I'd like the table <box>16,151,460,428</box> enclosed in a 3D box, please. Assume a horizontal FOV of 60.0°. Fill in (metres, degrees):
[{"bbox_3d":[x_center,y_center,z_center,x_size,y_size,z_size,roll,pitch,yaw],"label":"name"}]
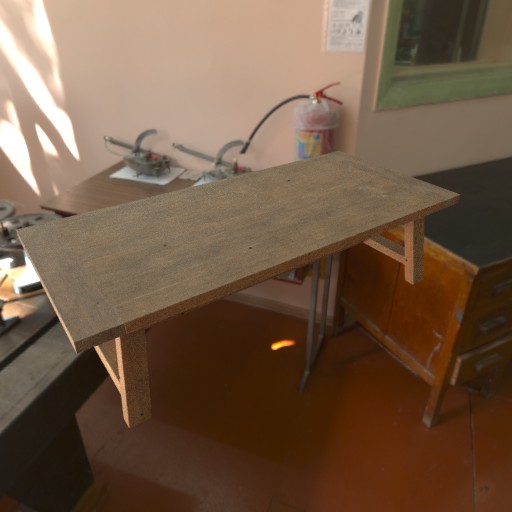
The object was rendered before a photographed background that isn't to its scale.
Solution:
[{"bbox_3d":[0.000,0.000,2.071,1.800,0.465,0.820,-20,36,-29],"label":"table"}]
